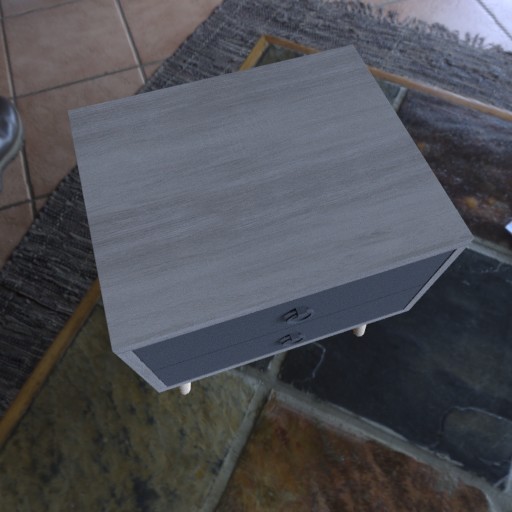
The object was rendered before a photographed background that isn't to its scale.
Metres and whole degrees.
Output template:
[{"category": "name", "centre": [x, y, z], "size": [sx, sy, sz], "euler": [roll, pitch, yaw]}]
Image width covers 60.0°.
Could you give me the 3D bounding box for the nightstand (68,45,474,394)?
[{"category": "nightstand", "centre": [0.000, 0.000, 0.817], "size": [0.450, 0.500, 0.380], "euler": [-16, 65, -8]}]
